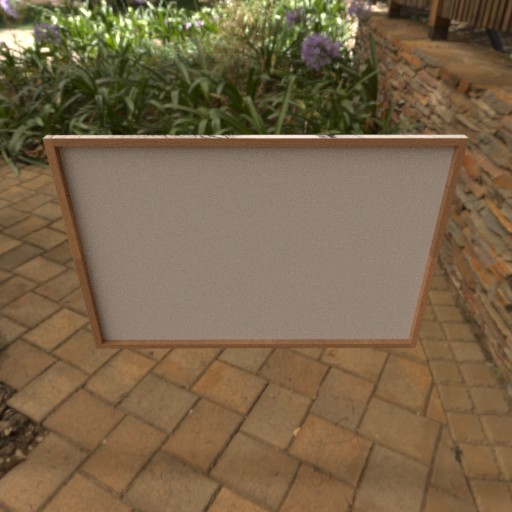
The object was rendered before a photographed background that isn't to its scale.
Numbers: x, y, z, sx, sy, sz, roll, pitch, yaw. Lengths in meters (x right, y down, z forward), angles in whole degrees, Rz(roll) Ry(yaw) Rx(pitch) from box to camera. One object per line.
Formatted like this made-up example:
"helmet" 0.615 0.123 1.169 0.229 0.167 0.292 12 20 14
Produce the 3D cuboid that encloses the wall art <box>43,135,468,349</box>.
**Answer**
"wall art" 0.000 0.000 1.118 0.914 0.607 0.023 0 32 0
